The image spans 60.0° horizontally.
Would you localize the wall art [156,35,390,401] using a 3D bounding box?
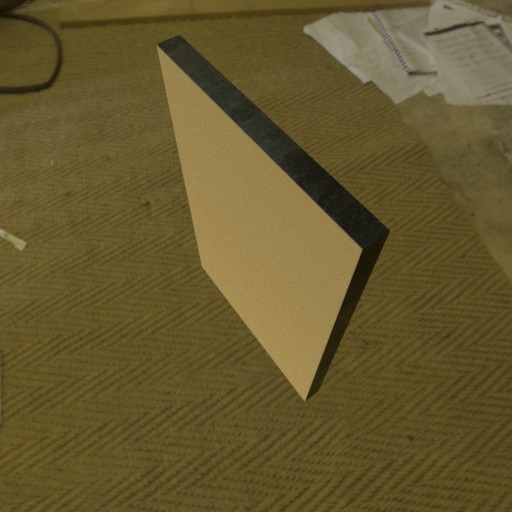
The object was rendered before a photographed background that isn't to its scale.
[{"bbox_3d":[0.000,0.000,0.594,0.031,0.457,0.313,-32,63,-18],"label":"wall art"}]
